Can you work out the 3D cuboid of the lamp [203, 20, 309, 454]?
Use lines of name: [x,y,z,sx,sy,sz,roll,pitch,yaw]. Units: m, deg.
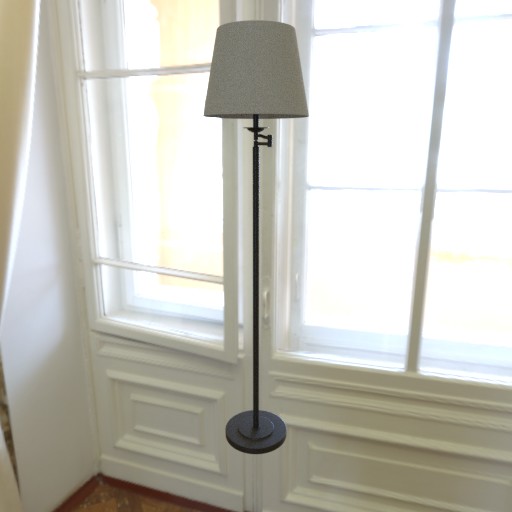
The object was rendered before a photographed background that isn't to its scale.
lamp: [0.000,0.000,1.587,0.348,1.473,0.348,-7,17,-26]
